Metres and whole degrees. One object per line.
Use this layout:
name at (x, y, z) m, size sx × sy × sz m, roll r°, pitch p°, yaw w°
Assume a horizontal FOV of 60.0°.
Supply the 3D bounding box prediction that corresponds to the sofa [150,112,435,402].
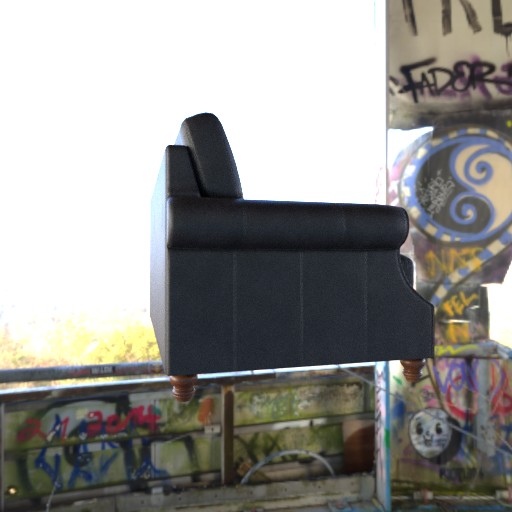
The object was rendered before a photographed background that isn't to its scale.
sofa at (0.000, 0.000, 2.294) m, size 1.030 × 0.979 × 1.663 m, roll 0°, pitch 0°, yaw -15°
